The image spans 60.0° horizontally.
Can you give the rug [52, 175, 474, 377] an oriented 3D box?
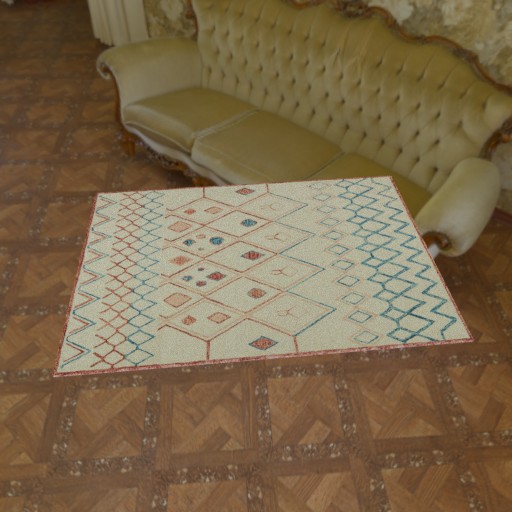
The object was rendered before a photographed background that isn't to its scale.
[{"bbox_3d":[0.000,0.000,2.326,1.829,0.016,1.219,-4,47,-4],"label":"rug"}]
